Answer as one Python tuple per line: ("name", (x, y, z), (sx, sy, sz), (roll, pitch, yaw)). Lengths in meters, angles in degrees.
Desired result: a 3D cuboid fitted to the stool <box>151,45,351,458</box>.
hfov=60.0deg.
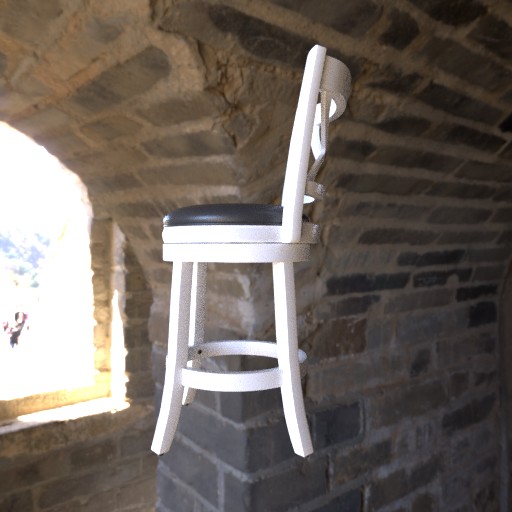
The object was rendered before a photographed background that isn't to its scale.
("stool", (0.000, 0.000, 1.223), (0.508, 0.953, 0.444), (0, 1, 2))
